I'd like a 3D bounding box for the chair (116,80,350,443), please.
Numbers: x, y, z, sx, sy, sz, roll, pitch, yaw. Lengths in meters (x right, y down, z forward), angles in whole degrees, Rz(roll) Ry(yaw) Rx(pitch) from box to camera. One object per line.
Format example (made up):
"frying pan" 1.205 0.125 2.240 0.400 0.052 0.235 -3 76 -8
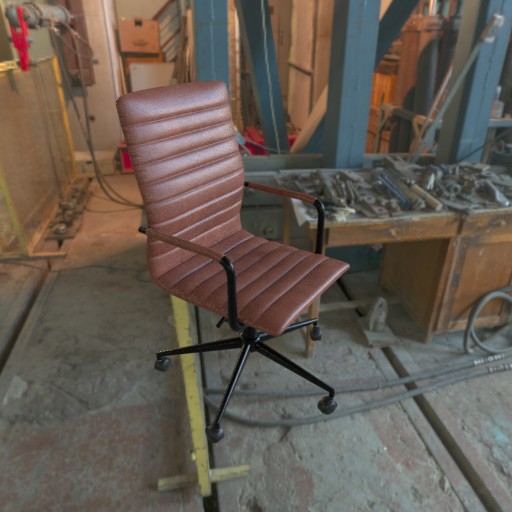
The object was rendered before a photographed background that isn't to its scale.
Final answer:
"chair" 0.000 0.000 1.261 0.578 0.878 0.600 18 33 30
